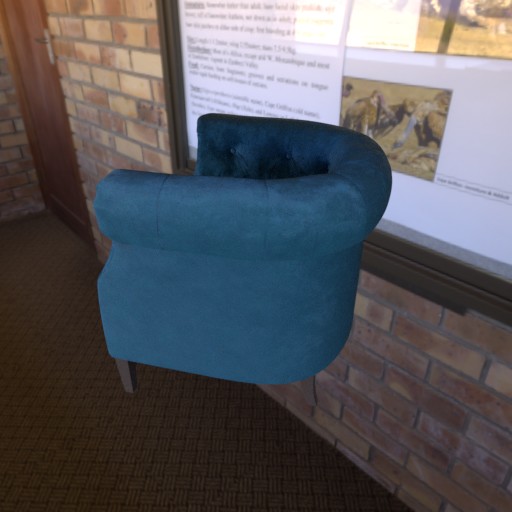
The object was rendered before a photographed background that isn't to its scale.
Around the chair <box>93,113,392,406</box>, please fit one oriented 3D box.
[{"bbox_3d":[0.000,0.000,1.591,0.851,0.826,0.904,7,31,12],"label":"chair"}]
